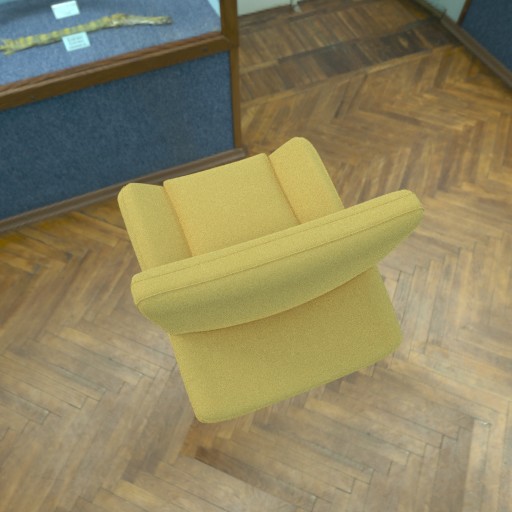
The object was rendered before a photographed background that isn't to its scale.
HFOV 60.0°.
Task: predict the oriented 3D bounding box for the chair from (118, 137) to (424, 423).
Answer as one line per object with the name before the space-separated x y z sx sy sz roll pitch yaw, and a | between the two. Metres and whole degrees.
chair | 0.000 0.000 1.655 0.859 0.855 1.008 -18 61 -10
